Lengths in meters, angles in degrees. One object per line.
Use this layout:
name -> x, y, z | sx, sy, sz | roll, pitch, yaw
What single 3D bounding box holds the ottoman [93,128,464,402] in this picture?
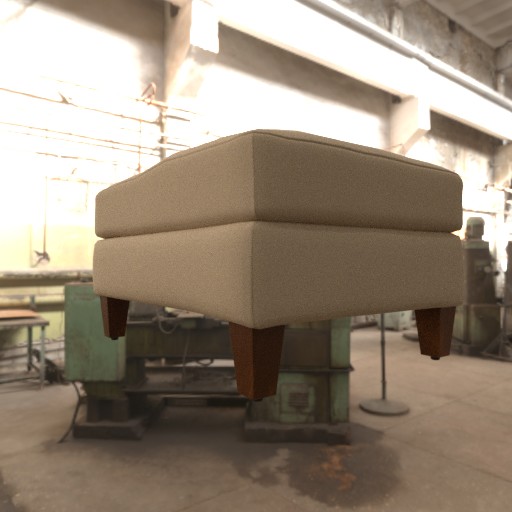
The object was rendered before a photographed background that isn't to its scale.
ottoman -> 0.000, 0.000, 1.164 | 0.634, 0.485, 0.818 | 0, -1, -36
